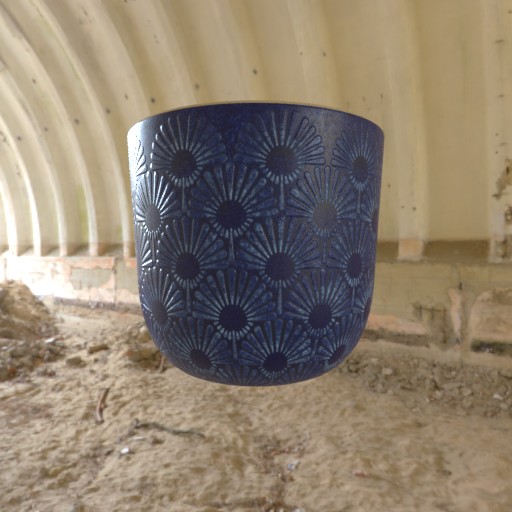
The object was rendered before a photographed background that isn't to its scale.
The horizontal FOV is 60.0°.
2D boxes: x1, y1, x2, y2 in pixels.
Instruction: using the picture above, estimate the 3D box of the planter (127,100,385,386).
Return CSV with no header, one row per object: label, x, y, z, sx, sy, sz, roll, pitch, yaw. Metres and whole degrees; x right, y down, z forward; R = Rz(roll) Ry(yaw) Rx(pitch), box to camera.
planter,0.000,0.000,0.371,0.206,0.190,0.206,0,0,0
